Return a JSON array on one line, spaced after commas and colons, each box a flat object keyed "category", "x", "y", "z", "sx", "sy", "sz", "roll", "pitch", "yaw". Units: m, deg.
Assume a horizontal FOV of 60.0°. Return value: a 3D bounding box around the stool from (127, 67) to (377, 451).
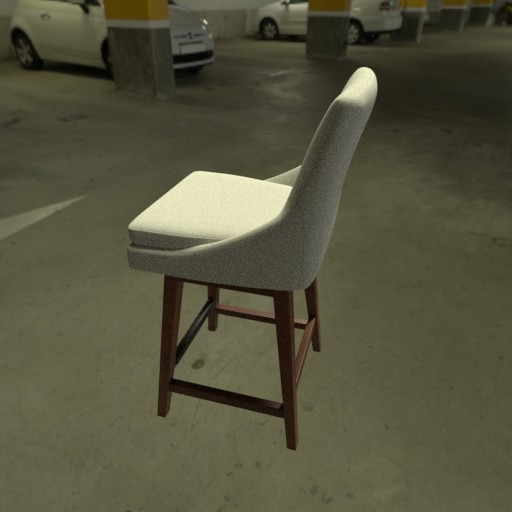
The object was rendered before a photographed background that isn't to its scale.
[{"category": "stool", "x": 0.000, "y": 0.000, "z": 1.285, "sx": 0.559, "sy": 0.991, "sz": 0.469, "roll": 8, "pitch": 31, "yaw": 14}]
